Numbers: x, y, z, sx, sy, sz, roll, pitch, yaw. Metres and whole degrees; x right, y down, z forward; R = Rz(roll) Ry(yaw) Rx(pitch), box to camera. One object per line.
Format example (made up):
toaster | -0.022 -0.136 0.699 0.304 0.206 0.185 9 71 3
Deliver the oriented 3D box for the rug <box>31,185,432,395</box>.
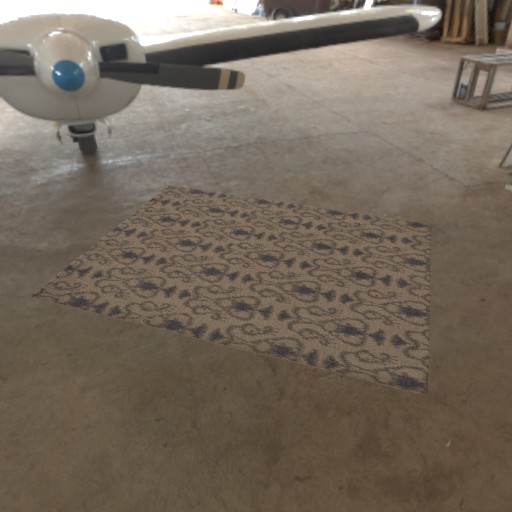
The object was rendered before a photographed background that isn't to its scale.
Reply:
rug | 0.000 0.000 4.276 3.205 0.015 2.437 10 34 16
